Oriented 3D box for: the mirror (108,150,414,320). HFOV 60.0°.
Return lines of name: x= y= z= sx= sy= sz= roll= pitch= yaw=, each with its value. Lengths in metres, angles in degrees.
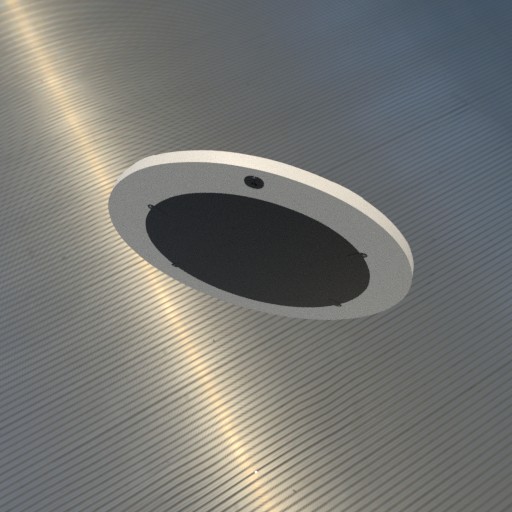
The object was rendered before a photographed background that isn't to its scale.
mirror: x=0.000 y=0.000 z=1.359 sx=0.914 sy=0.914 sz=0.038 roll=13 pitch=65 yaw=6
